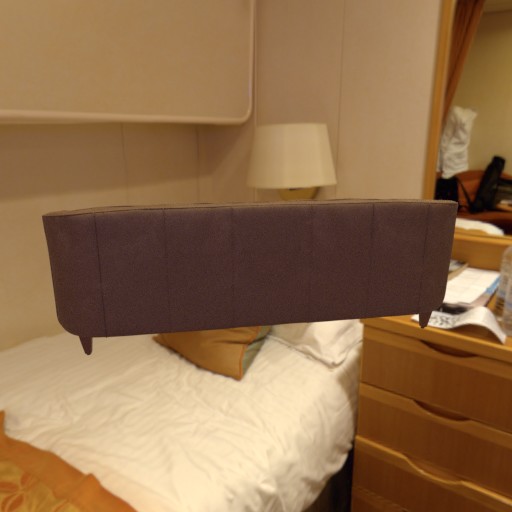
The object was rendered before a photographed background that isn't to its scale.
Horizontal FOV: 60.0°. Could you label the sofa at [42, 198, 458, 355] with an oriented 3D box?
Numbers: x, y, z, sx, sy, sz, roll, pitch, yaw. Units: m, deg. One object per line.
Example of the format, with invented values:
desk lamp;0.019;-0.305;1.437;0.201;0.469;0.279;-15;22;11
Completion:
sofa;0.000;0.000;2.692;2.227;0.787;0.927;-3;16;-9
